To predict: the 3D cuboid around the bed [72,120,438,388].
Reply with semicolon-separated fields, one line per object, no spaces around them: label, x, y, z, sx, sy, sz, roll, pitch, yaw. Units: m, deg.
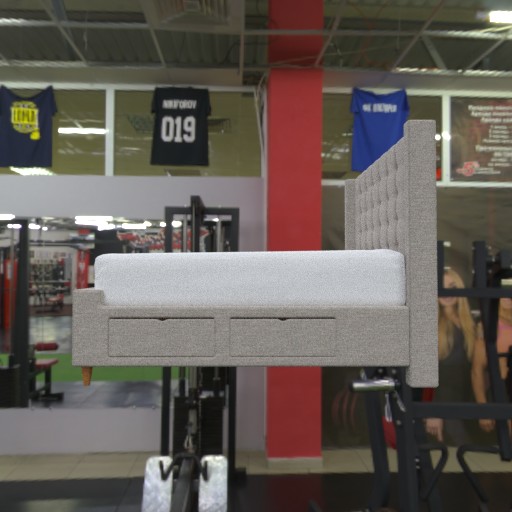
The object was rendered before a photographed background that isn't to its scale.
bed;0.000;0.000;3.876;2.372;1.748;2.044;0;-1;0
